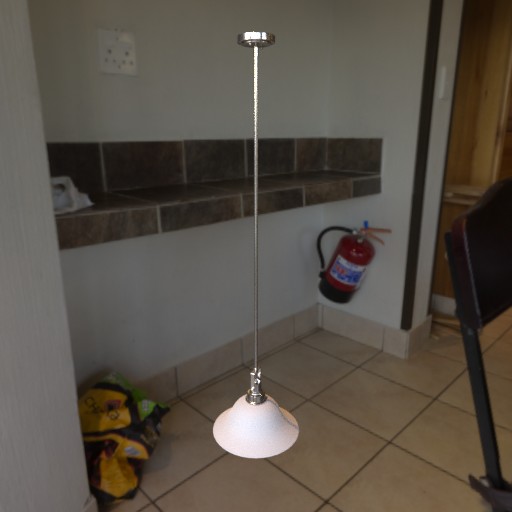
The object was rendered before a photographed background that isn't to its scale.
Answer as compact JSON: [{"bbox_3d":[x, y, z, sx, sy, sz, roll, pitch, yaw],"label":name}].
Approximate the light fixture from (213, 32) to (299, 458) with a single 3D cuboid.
[{"bbox_3d":[0.000,0.000,1.496,0.324,1.354,0.324,8,17,25],"label":"light fixture"}]
